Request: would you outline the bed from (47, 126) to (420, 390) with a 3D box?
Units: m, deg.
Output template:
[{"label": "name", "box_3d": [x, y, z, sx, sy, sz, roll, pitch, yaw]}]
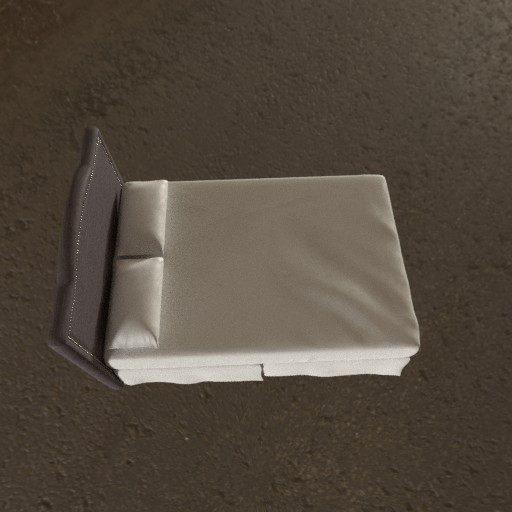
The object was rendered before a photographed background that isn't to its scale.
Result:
[{"label": "bed", "box_3d": [0.000, 0.000, 3.526, 2.507, 1.441, 1.741, -2, 64, -1]}]
